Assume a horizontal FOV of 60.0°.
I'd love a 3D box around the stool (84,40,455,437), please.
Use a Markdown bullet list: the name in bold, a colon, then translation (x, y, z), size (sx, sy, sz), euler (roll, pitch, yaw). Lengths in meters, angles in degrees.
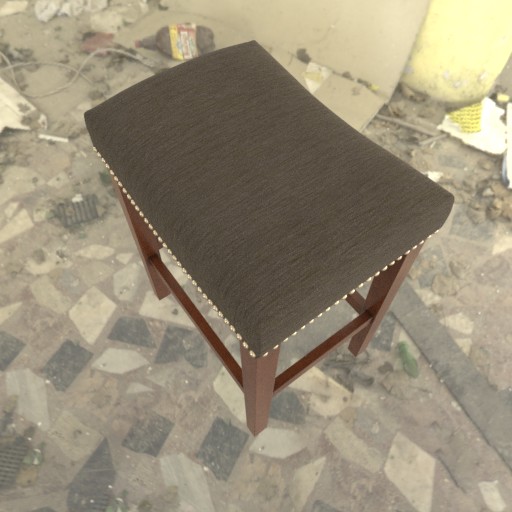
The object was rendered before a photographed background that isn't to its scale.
- **stool**: translation (0.000, 0.000, 0.938), size (0.372, 0.654, 0.504), euler (-32, 63, -19)
